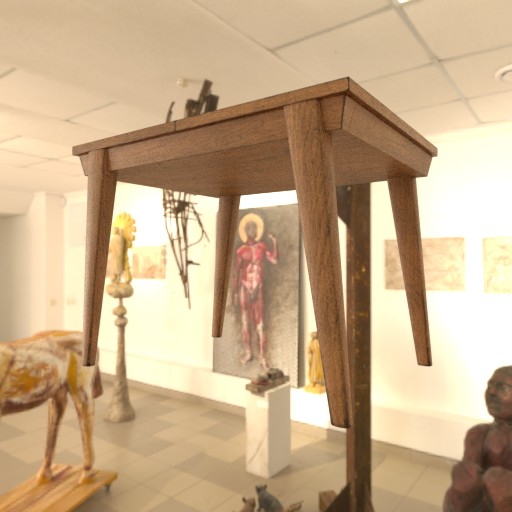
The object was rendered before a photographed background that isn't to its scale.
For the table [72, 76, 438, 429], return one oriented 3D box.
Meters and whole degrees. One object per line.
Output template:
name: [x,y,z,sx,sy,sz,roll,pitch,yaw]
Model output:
table: [0.000,0.000,1.546,1.027,0.760,0.757,0,0,36]
